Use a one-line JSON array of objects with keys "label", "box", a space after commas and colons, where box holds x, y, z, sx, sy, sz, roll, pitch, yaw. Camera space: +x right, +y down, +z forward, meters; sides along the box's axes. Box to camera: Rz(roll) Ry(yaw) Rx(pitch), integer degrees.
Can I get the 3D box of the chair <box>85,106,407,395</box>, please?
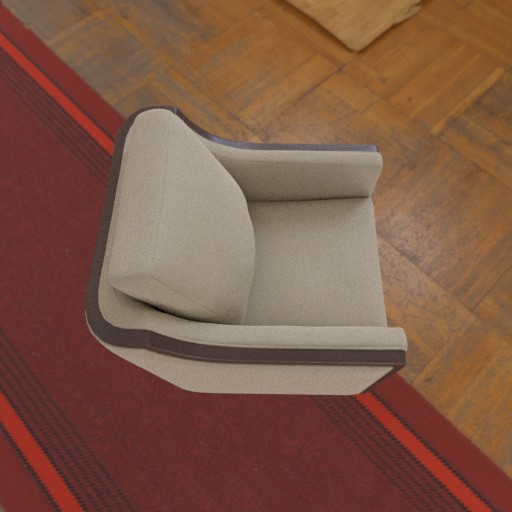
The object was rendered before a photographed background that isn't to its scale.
[{"label": "chair", "box": [0.000, 0.000, 1.628, 0.950, 0.930, 0.870, 1, 64, 0]}]
